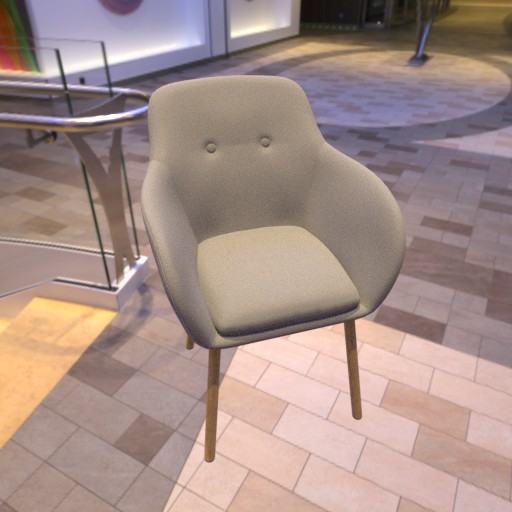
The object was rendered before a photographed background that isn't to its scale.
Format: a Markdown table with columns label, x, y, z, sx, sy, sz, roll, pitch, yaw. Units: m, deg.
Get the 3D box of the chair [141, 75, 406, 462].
| label | x | y | z | sx | sy | sz | roll | pitch | yaw |
| --- | --- | --- | --- | --- | --- | --- | --- | --- | --- |
| chair | 0.000 | 0.000 | 1.215 | 0.570 | 0.830 | 0.590 | -10 | 34 | -15 |
